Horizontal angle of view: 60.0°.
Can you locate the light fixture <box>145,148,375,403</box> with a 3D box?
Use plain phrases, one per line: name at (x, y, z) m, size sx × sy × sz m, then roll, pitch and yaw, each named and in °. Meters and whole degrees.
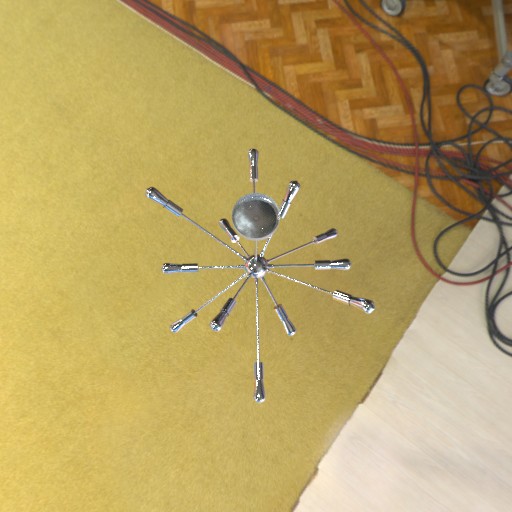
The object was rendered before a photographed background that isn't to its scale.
light fixture at (0.000, 0.000, 1.063) m, size 0.509 × 0.558 × 0.684 m, roll -1°, pitch 75°, yaw 0°
